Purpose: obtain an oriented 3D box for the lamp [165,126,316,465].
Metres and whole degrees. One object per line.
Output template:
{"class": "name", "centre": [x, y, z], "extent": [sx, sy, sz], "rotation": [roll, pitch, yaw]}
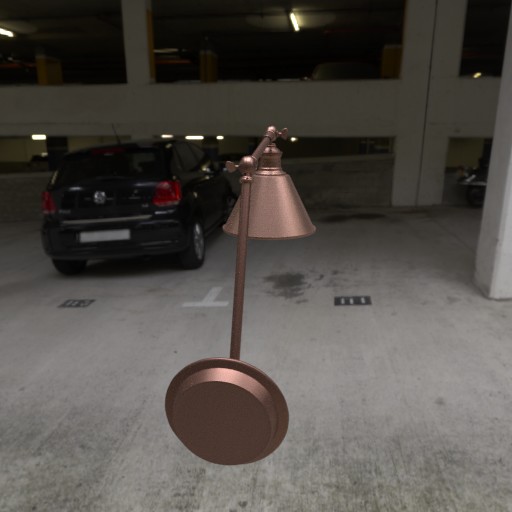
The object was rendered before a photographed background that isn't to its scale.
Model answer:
{"class": "lamp", "centre": [0.000, 0.000, 0.880], "extent": [0.223, 0.502, 0.624], "rotation": [2, 16, 9]}
